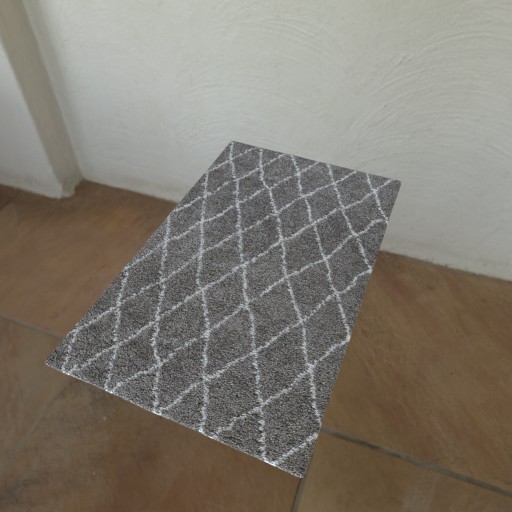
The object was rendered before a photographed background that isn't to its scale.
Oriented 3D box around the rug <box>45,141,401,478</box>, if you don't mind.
[{"bbox_3d":[0.000,0.000,3.026,1.524,0.030,2.438,17,49,16],"label":"rug"}]
